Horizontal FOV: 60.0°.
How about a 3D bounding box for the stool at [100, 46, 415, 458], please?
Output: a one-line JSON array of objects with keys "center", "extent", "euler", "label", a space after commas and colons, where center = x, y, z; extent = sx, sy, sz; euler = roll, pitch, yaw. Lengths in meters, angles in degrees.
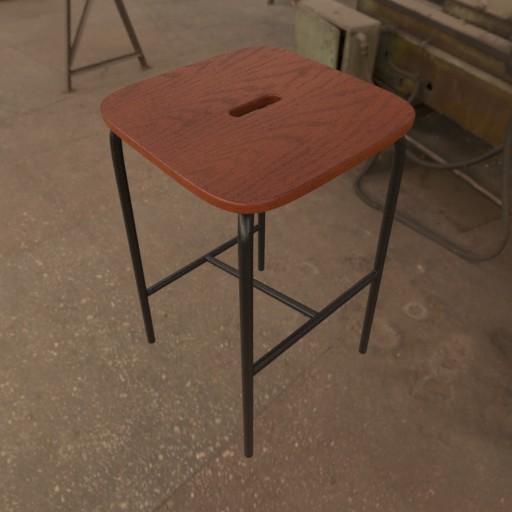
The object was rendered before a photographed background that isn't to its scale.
[{"center": [0.000, 0.000, 0.846], "extent": [0.376, 0.610, 0.376], "euler": [-32, 53, -28], "label": "stool"}]
